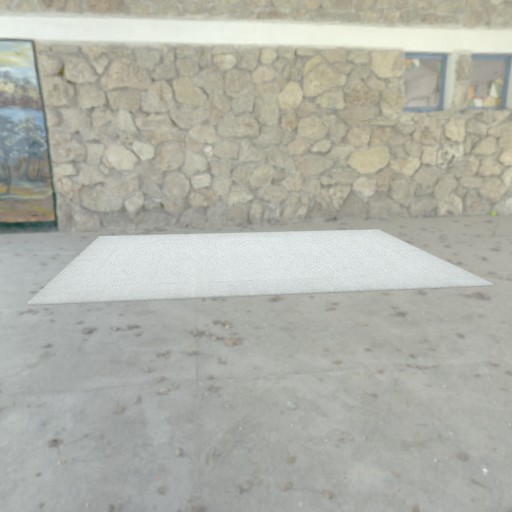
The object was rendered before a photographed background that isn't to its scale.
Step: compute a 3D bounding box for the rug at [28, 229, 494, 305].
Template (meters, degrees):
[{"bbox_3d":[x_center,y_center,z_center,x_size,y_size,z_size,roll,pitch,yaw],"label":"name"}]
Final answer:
[{"bbox_3d":[0.000,0.000,2.302,1.829,0.013,1.219,-2,14,-7],"label":"rug"}]
